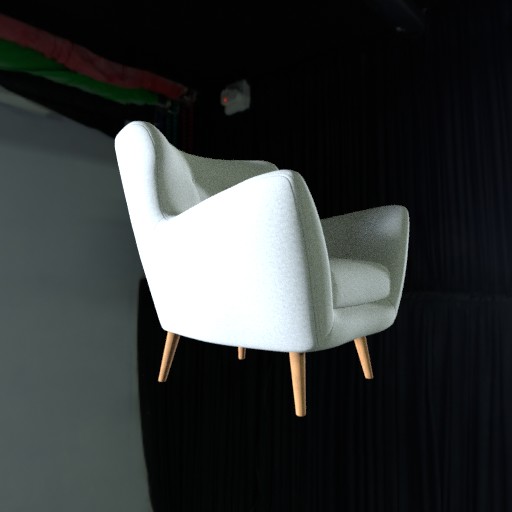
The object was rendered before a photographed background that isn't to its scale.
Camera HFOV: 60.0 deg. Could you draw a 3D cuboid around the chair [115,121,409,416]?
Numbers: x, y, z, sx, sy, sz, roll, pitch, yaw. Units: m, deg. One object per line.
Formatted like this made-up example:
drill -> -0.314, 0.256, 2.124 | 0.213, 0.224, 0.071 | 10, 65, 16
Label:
chair -> 0.000, 0.000, 1.623 | 0.889, 0.889, 0.890 | -1, -1, 36
